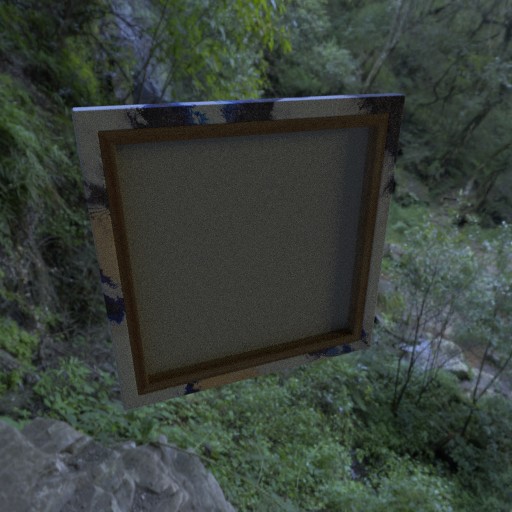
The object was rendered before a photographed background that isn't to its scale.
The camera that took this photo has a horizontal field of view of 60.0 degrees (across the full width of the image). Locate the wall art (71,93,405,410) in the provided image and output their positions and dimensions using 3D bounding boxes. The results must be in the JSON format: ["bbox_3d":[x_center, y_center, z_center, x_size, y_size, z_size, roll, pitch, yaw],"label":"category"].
[{"bbox_3d":[0.000,0.000,0.913,0.609,0.609,0.039,-9,28,-18],"label":"wall art"}]
